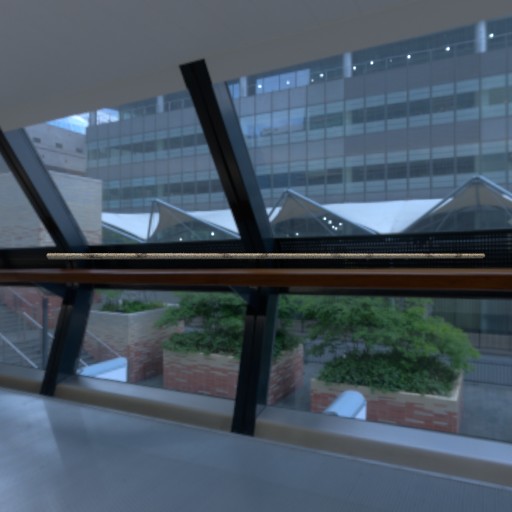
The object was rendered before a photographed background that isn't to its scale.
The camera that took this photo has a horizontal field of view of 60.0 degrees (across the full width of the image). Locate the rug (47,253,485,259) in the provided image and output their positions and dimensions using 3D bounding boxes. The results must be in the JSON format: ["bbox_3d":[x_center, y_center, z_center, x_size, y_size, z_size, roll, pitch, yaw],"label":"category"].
[{"bbox_3d":[0.000,0.000,2.944,2.348,0.024,1.501,0,0,-18],"label":"rug"}]
